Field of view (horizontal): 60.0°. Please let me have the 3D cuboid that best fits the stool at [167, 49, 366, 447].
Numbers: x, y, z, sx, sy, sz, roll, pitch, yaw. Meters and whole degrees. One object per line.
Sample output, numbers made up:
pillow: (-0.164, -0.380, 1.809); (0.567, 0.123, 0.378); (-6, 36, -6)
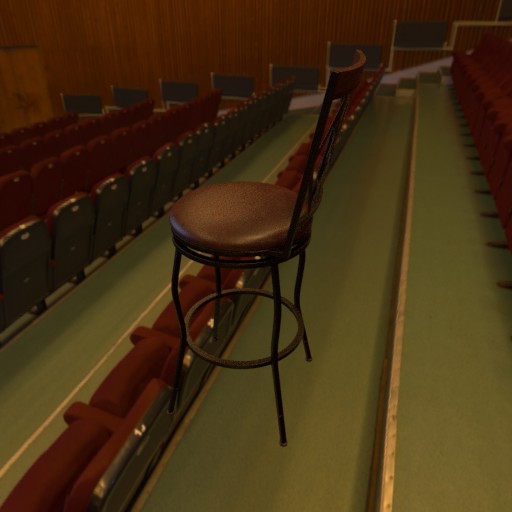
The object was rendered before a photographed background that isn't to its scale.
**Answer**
stool: (0.000, 0.000, 1.364); (0.521, 1.134, 0.432); (9, 32, 15)
